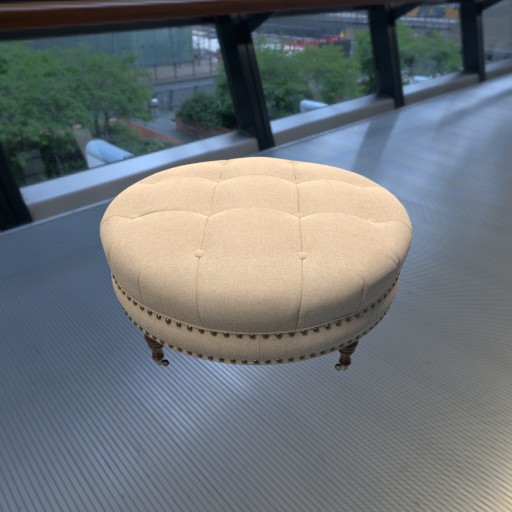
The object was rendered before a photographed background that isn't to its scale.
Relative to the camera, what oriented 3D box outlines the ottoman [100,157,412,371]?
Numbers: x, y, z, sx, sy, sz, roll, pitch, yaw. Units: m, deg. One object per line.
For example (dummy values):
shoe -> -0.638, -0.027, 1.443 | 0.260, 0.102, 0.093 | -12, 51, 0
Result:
ottoman -> 0.000, 0.000, 1.467 | 0.940, 0.483, 0.940 | 0, 31, 0
